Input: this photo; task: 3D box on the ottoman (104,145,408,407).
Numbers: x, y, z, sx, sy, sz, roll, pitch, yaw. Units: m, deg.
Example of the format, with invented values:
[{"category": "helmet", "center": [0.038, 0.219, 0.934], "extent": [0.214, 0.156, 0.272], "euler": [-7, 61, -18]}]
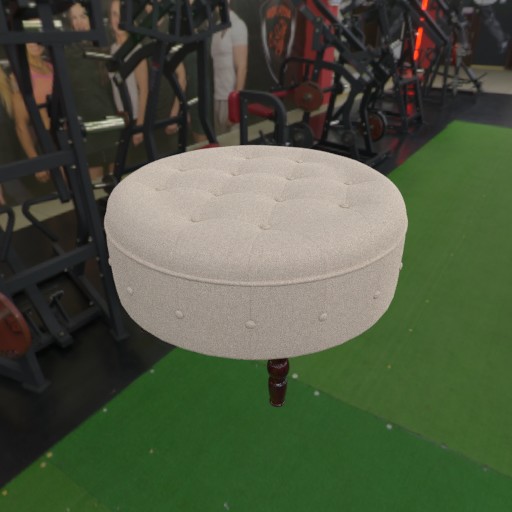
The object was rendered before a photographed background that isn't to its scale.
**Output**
[{"category": "ottoman", "center": [0.000, 0.000, 1.374], "extent": [0.848, 0.494, 0.848], "euler": [0, 29, 0]}]
